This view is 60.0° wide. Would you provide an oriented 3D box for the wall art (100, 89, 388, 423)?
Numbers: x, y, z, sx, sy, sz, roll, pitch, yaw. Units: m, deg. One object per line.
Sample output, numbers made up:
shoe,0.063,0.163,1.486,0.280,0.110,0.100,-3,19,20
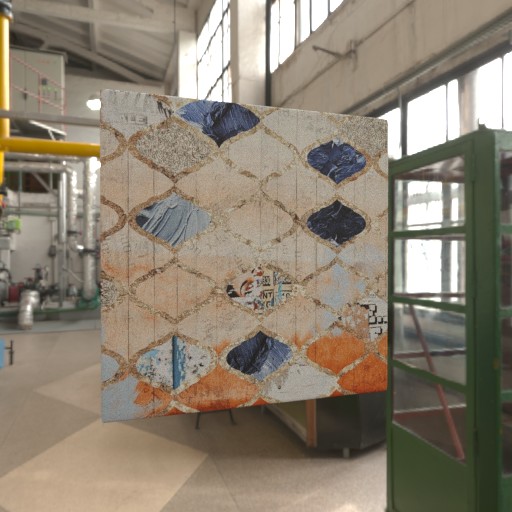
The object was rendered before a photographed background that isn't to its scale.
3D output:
wall art,0.000,0.000,0.768,0.507,0.508,0.038,0,1,-18
